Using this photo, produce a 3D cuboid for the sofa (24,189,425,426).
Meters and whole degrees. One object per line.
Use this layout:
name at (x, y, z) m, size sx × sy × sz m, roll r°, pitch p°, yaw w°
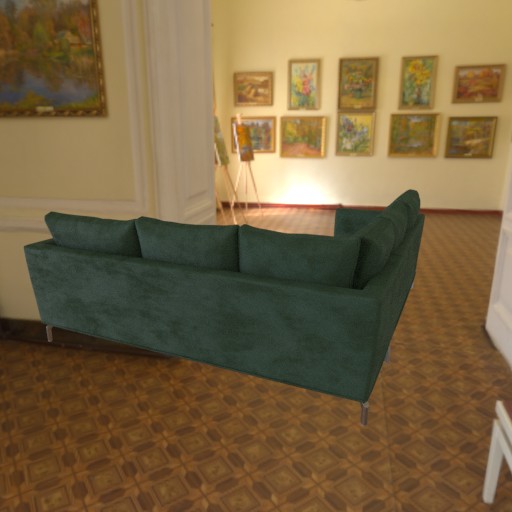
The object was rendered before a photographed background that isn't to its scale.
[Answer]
sofa at (0.000, 0.000, 3.725) m, size 2.452 × 1.004 × 2.468 m, roll 7°, pitch 17°, yaw 24°
